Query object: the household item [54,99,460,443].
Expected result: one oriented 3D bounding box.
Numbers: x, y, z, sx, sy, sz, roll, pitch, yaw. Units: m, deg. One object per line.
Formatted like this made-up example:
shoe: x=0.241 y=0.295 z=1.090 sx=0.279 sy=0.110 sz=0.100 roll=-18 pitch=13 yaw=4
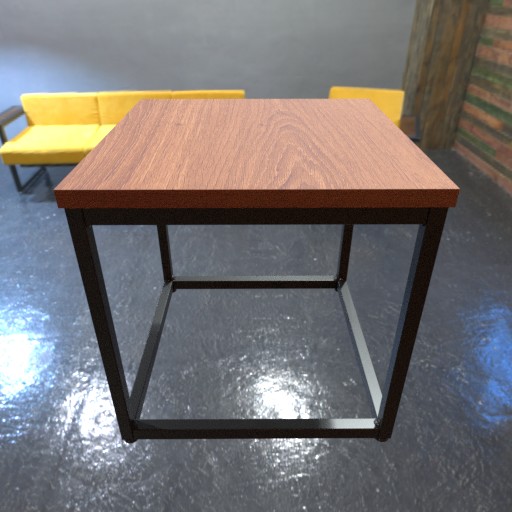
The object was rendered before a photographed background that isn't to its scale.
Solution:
household item: x=0.000 y=0.000 z=0.711 sx=0.400 sy=0.400 sz=0.400 roll=0 pitch=32 yaw=0
